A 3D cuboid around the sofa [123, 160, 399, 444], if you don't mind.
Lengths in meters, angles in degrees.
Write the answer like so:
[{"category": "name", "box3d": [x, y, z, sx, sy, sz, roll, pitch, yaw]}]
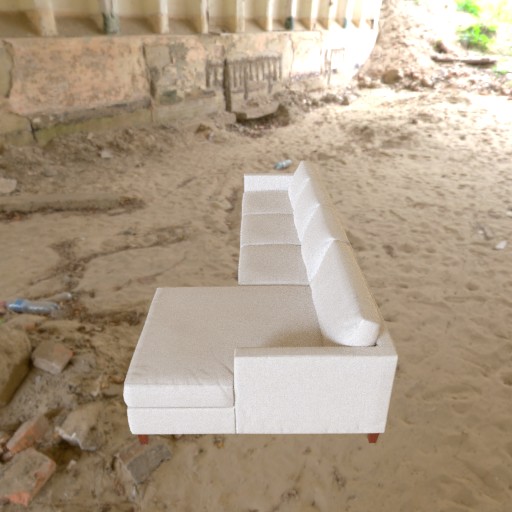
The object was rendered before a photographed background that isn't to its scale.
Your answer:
[{"category": "sofa", "box3d": [0.000, 0.000, 4.108, 1.606, 0.954, 3.471, 0, 28, 0]}]
